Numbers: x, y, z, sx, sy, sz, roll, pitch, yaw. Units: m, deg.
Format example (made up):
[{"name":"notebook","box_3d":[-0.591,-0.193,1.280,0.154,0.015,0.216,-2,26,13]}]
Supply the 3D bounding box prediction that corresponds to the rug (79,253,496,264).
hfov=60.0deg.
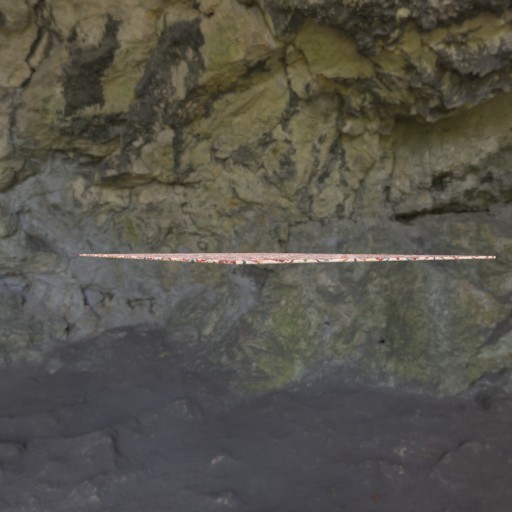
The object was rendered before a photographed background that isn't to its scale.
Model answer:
[{"name":"rug","box_3d":[0.000,0.000,4.164,2.446,0.020,3.215,-1,1,-35]}]
